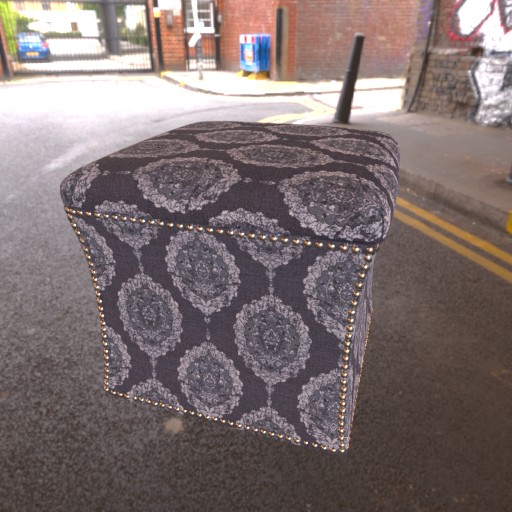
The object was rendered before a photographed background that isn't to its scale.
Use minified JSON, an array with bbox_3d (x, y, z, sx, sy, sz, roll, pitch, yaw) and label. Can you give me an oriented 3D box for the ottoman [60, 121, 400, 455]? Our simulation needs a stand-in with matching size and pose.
[{"bbox_3d":[0.000,0.000,0.898,0.507,0.475,0.497,8,28,16],"label":"ottoman"}]
